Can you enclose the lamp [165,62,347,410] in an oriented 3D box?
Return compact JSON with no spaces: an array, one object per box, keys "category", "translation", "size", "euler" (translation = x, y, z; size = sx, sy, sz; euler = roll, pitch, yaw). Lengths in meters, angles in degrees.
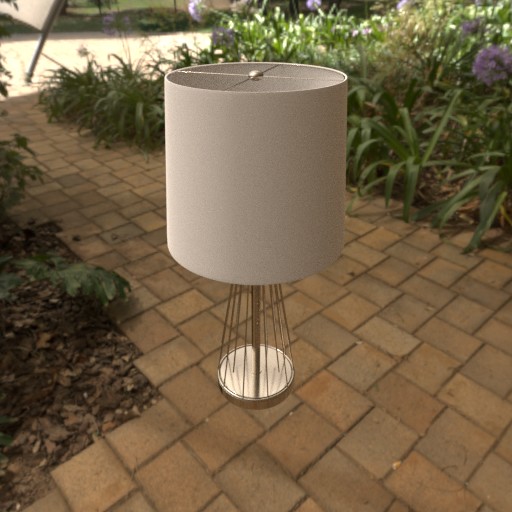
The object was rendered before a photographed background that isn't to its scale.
[{"category":"lamp","translation":[0.000,0.000,0.791],"size":[0.303,0.618,0.303],"euler":[0,31,0]}]
